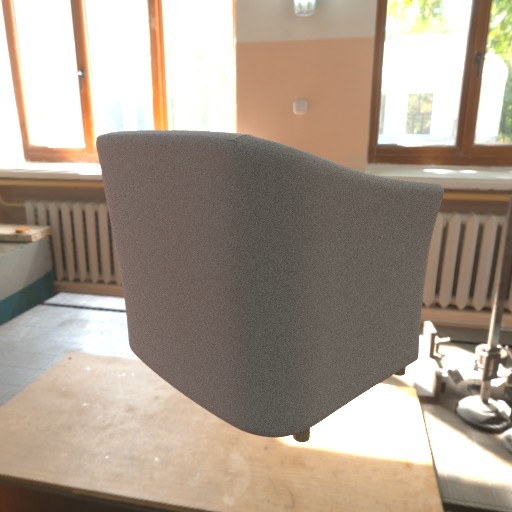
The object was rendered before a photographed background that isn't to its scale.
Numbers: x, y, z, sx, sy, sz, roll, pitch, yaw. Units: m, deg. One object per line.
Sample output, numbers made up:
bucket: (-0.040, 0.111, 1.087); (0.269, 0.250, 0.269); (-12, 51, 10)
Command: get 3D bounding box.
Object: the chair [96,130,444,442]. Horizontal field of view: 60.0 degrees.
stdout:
chair: (0.000, 0.000, 1.322); (0.700, 0.720, 0.790); (-14, 21, -41)
